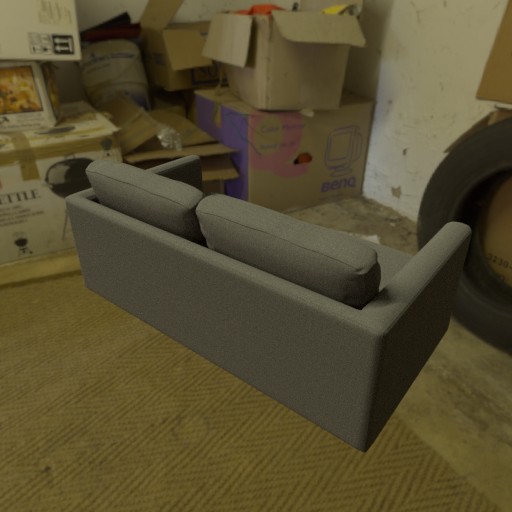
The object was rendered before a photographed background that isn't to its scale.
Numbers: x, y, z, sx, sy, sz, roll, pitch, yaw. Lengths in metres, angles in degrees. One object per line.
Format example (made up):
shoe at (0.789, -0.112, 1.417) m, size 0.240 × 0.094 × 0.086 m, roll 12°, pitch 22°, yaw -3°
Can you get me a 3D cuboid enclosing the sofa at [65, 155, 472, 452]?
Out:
sofa at (0.000, 0.000, 2.169) m, size 1.713 × 0.866 × 0.940 m, roll 22°, pitch 37°, yaw 33°
